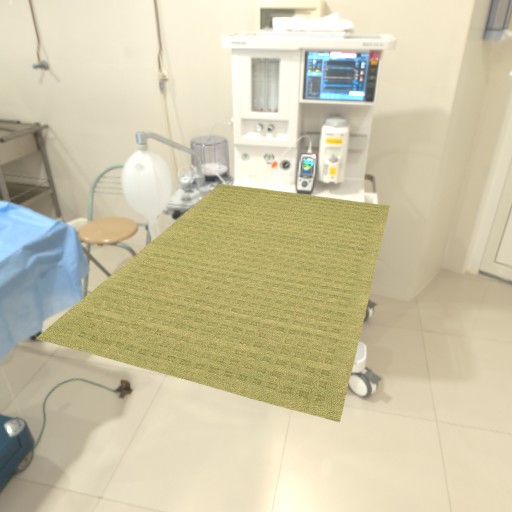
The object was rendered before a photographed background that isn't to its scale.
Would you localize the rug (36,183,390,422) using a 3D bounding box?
[{"bbox_3d":[0.000,0.000,2.934,1.529,0.007,2.297,10,32,17],"label":"rug"}]
